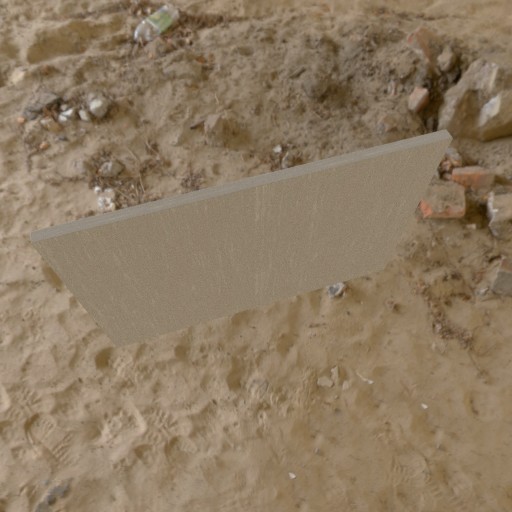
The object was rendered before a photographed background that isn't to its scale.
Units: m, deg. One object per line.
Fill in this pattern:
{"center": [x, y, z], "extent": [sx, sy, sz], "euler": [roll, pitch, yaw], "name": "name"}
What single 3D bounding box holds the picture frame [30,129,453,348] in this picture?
{"center": [0.000, 0.000, 1.239], "extent": [0.950, 0.640, 0.029], "euler": [-15, 61, -9], "name": "picture frame"}
